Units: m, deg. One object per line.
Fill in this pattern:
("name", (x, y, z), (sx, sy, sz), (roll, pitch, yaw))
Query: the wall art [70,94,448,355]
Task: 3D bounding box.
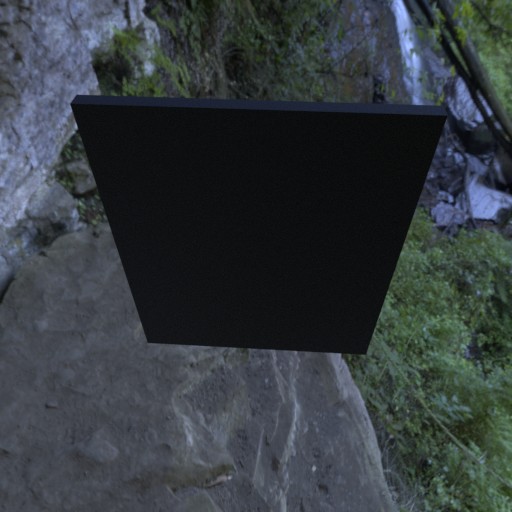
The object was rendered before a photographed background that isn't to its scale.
("wall art", (0.000, 0.000, 0.692), (0.428, 0.505, 0.023), (3, 47, 2))
